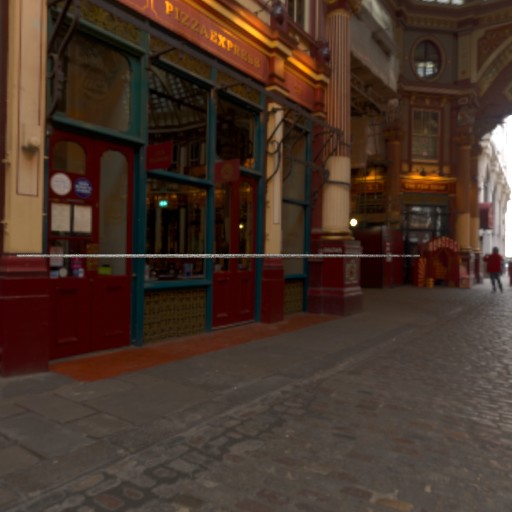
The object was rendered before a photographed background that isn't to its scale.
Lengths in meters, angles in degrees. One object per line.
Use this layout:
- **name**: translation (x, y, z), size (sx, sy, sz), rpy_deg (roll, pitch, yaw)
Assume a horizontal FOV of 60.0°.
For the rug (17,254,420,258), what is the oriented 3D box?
- **rug**: translation (0.000, 0.000, 4.716), size (2.393, 0.019, 3.824), rpy_deg (0, 0, 35)
